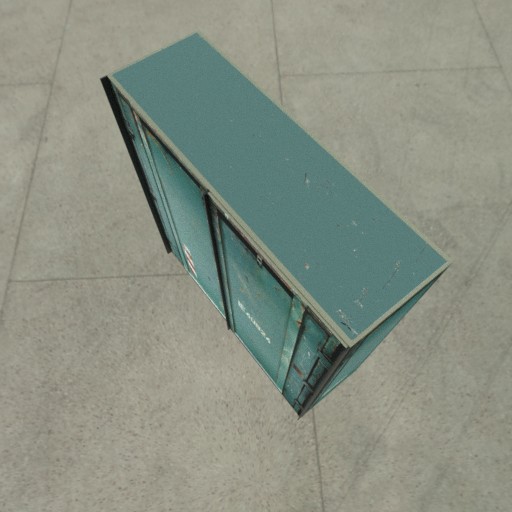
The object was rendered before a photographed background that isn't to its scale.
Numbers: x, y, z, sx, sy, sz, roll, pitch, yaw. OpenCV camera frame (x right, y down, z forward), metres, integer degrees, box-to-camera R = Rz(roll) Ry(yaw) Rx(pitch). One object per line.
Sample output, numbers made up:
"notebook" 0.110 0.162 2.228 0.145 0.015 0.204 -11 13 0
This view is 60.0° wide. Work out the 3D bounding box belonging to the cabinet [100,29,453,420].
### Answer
"cabinet" 0.000 0.000 3.206 0.680 2.160 2.000 -35 68 -16
